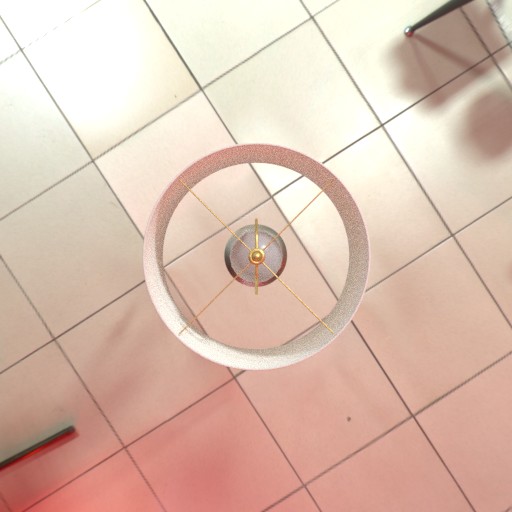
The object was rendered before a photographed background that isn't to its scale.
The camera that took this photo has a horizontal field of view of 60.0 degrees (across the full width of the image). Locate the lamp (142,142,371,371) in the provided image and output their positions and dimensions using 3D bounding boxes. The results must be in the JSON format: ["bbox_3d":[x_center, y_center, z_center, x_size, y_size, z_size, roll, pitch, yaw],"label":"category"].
[{"bbox_3d":[0.000,0.000,0.815,0.328,0.619,0.328,0,90,0],"label":"lamp"}]
